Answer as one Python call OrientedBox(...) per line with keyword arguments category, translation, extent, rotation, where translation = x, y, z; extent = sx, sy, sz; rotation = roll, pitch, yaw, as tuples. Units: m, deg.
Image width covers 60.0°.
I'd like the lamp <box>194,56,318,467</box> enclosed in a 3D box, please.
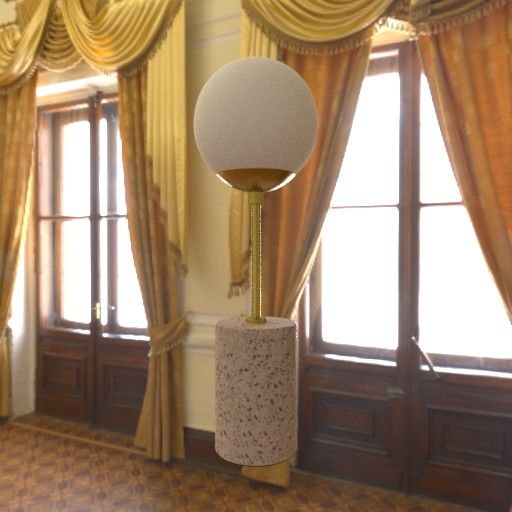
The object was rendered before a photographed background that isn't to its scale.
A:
OrientedBox(category="lamp", translation=(0.000, 0.000, 0.553), extent=(0.153, 0.480, 0.153), rotation=(0, 1, 0))
